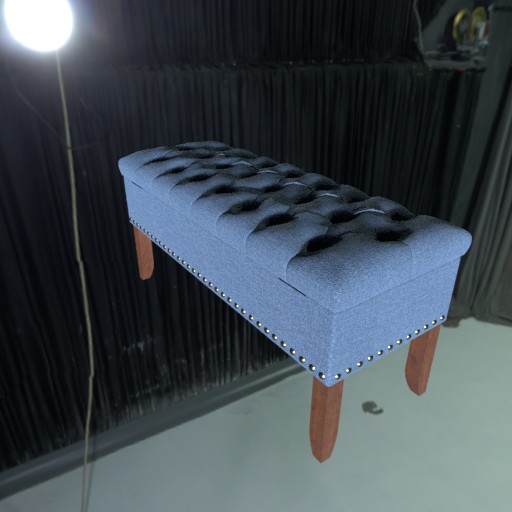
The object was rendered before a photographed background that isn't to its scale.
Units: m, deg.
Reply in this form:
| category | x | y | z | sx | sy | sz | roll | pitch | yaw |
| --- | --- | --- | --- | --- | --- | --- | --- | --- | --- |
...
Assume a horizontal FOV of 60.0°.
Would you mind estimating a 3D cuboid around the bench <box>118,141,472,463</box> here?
| category | x | y | z | sx | sy | sz | roll | pitch | yaw |
| --- | --- | --- | --- | --- | --- | --- | --- | --- | --- |
| bench | 0.000 | 0.000 | 1.325 | 0.417 | 0.492 | 1.052 | -18 | 32 | -31 |
